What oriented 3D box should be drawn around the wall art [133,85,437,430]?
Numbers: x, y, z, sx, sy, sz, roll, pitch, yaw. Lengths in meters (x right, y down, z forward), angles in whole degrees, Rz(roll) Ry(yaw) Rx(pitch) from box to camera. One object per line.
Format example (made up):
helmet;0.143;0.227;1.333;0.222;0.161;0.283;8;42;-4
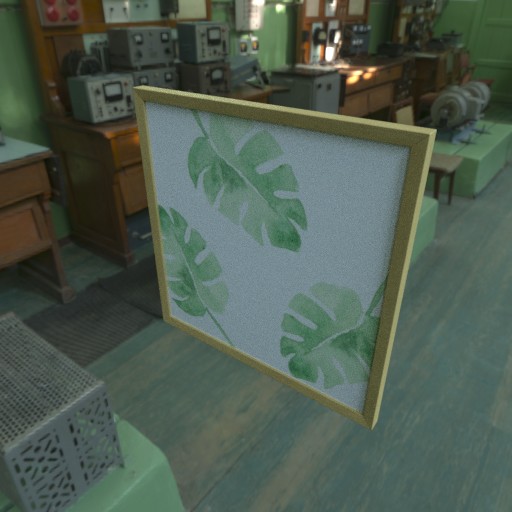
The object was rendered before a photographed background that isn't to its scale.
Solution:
wall art;0.000;0.000;1.155;0.763;0.763;0.037;20;36;30
